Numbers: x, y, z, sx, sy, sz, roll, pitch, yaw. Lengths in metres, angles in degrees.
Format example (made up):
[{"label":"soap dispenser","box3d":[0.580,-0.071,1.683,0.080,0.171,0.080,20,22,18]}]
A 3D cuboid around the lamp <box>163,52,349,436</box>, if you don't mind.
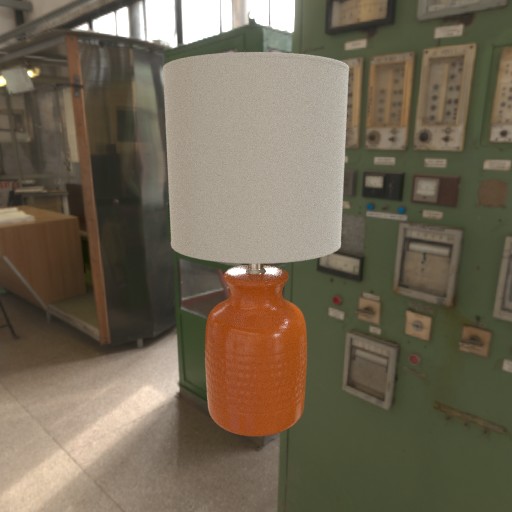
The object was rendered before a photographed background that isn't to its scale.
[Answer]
[{"label":"lamp","box3d":[0.000,0.000,1.117,0.418,0.871,0.418,13,19,43]}]
